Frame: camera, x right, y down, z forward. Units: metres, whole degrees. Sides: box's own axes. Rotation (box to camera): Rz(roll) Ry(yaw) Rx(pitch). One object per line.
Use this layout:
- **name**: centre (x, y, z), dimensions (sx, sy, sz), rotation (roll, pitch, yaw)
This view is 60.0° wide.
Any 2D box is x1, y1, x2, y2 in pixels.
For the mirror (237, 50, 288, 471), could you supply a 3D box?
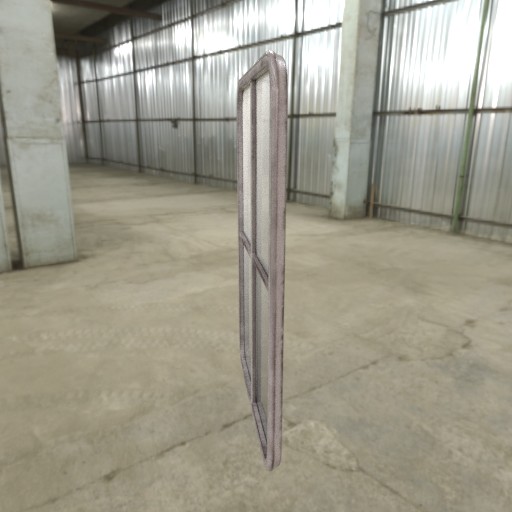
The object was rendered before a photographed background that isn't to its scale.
- **mirror**: centre (0.000, 0.000, 0.901), dimensions (0.024, 0.713, 0.461), rotation (-2, 16, -8)
